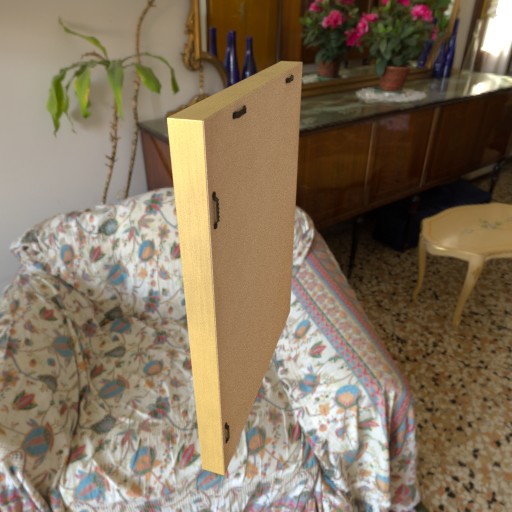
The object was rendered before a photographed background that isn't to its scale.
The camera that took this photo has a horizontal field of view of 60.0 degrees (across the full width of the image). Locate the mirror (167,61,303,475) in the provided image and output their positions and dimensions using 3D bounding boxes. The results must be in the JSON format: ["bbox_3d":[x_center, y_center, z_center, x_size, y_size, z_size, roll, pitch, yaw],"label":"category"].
[{"bbox_3d":[0.000,0.000,0.685,0.041,0.508,0.405,9,32,15],"label":"mirror"}]
